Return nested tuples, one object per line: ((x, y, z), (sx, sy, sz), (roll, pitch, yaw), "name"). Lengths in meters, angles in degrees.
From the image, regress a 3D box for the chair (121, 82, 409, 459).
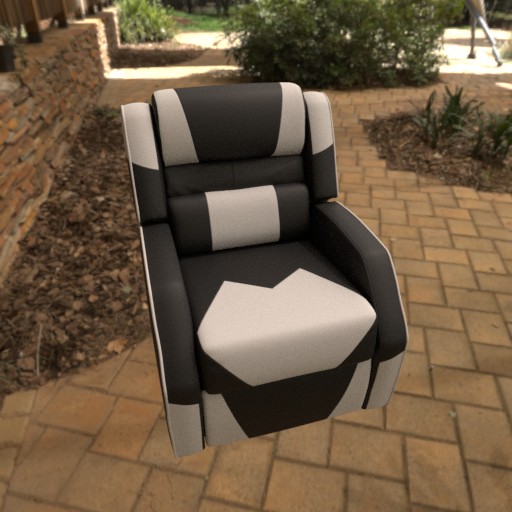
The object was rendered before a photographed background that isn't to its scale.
((0.000, 0.000, 1.246), (0.620, 0.805, 0.672), (-9, 33, -14), "chair")
